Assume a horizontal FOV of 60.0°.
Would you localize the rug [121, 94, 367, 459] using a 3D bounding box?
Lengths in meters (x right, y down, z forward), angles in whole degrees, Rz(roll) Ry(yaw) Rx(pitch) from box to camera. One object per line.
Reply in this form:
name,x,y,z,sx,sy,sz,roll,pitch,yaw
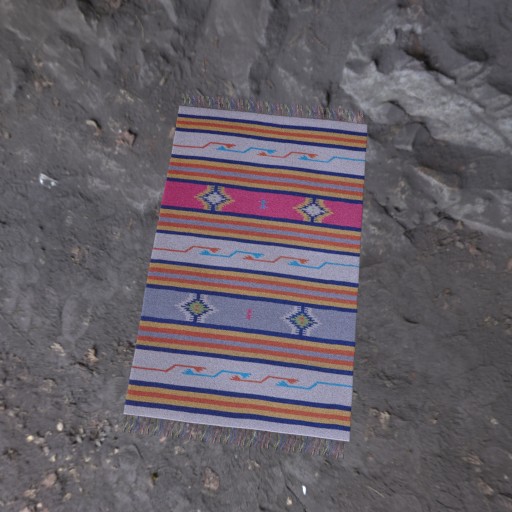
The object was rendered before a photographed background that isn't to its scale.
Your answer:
rug,0.000,0.000,2.311,1.084,0.013,1.849,6,75,2
